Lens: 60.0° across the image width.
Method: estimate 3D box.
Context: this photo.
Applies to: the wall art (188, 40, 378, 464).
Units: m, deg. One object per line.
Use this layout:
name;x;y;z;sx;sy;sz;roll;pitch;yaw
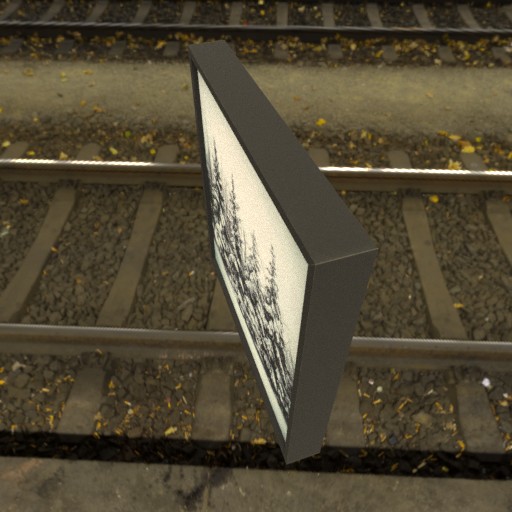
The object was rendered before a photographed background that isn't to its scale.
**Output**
wall art;0.000;0.000;0.447;0.037;0.305;0.305;-14;48;-13
